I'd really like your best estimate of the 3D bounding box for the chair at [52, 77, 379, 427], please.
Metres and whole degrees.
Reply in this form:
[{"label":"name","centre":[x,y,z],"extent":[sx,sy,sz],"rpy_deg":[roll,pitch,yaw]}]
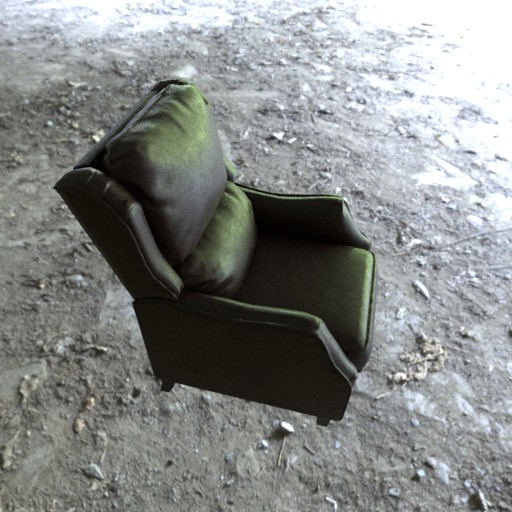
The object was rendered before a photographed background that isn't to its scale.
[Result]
[{"label":"chair","centre":[0.000,0.000,1.726],"extent":[0.982,1.132,0.770],"rpy_deg":[10,45,10]}]
